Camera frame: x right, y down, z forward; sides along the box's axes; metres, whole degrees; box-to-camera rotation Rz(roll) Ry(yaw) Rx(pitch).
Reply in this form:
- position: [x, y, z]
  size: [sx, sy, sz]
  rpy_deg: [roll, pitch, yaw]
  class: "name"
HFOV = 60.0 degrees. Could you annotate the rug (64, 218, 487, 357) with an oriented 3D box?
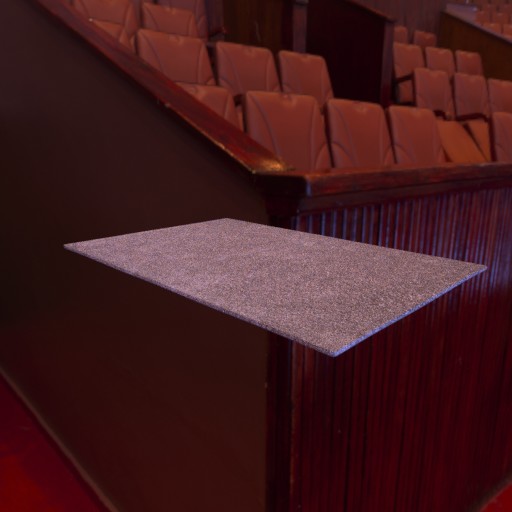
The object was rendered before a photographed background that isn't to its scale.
- position: [0.000, 0.000, 3.350]
  size: [2.699, 0.026, 1.802]
  rpy_deg: [14, 20, 43]
  class: "rug"
